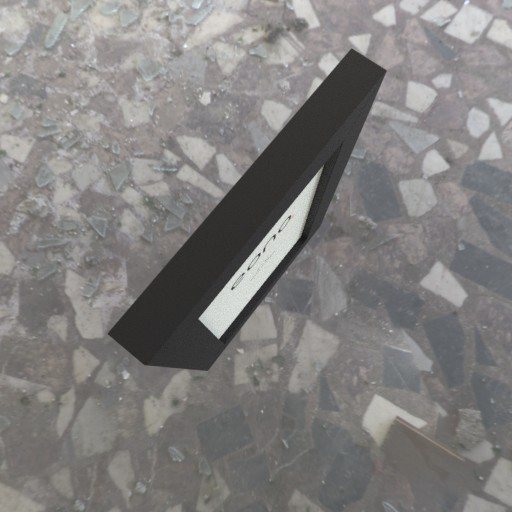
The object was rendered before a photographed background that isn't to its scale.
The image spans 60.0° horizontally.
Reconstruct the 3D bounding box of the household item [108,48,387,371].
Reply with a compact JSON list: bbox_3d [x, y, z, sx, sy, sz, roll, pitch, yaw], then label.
[{"bbox_3d":[0.000,0.000,0.235,0.022,0.178,0.133,37,78,9],"label":"household item"}]
